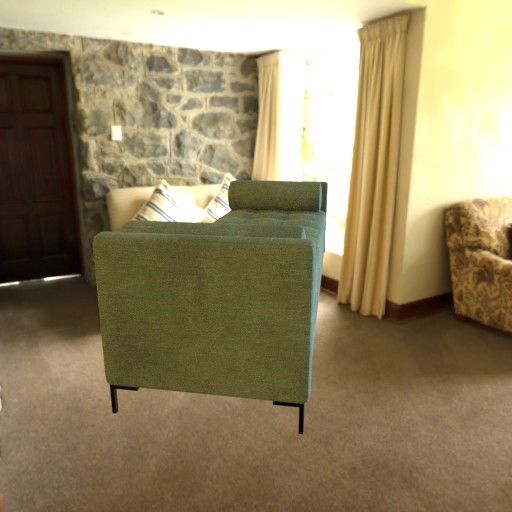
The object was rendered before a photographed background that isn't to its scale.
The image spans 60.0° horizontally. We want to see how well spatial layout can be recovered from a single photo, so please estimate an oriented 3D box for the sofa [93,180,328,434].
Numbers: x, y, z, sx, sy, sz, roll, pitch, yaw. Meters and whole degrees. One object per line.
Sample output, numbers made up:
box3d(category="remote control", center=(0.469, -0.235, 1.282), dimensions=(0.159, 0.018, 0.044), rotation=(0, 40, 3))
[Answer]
box3d(category="sofa", center=(0.000, 0.000, 2.317), dimensions=(0.686, 0.635, 1.981), rotation=(3, 15, 10))
